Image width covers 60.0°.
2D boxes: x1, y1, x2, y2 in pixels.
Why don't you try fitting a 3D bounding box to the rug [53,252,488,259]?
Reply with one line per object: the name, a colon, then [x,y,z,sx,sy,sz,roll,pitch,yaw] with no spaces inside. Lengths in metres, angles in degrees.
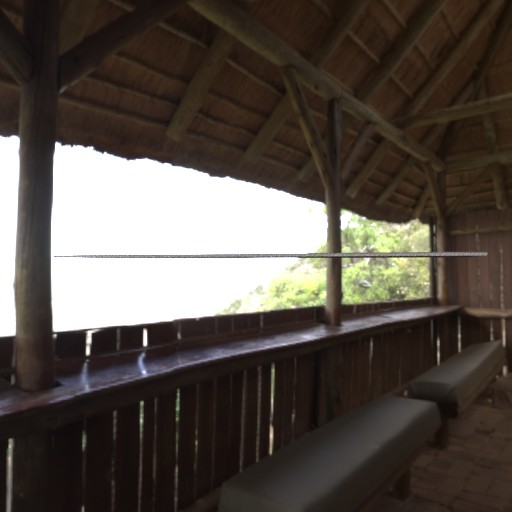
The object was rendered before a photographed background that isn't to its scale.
rug: [0.000,0.000,2.554,2.297,0.019,0.659,0,-1,18]
